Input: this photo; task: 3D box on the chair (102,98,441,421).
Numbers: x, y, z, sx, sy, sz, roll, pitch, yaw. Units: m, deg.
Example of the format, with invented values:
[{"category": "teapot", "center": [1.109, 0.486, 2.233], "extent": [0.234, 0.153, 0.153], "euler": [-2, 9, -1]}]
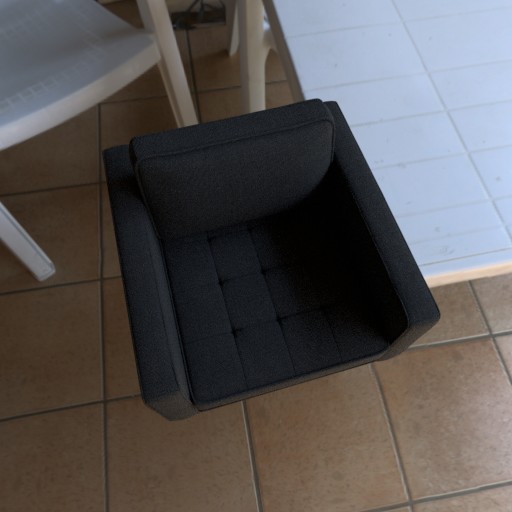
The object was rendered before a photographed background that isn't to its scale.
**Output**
[{"category": "chair", "center": [0.000, 0.000, 1.595], "extent": [0.899, 0.770, 0.919], "euler": [-14, 64, -7]}]
